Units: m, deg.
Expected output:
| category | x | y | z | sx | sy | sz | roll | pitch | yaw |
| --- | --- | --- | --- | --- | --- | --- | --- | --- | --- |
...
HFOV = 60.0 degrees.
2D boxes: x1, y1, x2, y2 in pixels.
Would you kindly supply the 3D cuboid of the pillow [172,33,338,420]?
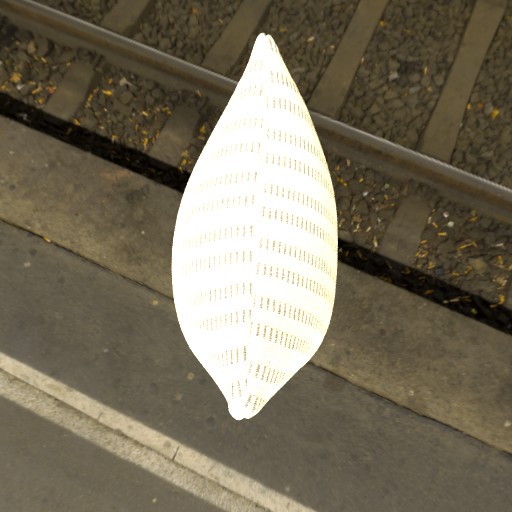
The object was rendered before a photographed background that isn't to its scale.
| category | x | y | z | sx | sy | sz | roll | pitch | yaw |
| --- | --- | --- | --- | --- | --- | --- | --- | --- | --- |
| pillow | 0.000 | 0.000 | 0.662 | 0.247 | 0.419 | 0.438 | 3 | 75 | 1 |
